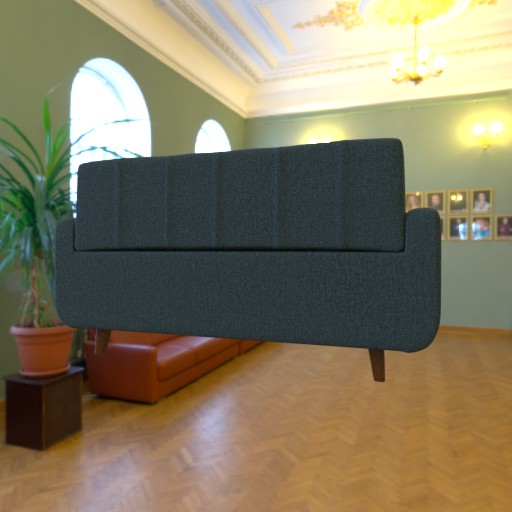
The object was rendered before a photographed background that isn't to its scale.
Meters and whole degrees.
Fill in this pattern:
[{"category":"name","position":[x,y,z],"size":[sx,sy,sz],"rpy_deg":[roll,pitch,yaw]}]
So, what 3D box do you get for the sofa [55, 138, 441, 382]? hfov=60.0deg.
[{"category":"sofa","position":[0.000,0.000,2.199],"size":[1.651,0.896,0.942],"rpy_deg":[0,1,19]}]
